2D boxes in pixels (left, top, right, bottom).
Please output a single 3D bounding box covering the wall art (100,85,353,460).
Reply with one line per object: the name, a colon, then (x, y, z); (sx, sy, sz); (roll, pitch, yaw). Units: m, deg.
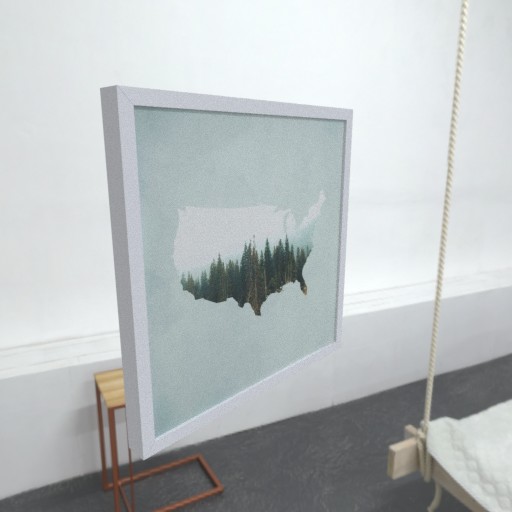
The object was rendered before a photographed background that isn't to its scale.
wall art: (0.000, 0.000, 0.768); (0.040, 0.509, 0.509); (13, 19, 42)
